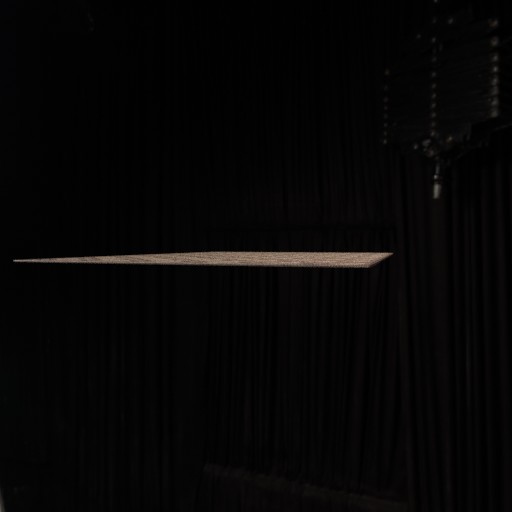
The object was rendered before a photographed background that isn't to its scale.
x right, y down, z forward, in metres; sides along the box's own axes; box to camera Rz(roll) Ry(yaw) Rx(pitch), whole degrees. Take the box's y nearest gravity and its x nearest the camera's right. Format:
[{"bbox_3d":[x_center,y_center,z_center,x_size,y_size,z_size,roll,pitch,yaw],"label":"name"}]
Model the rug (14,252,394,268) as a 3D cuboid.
[{"bbox_3d":[0.000,0.000,4.196,2.382,0.018,3.294,1,2,19],"label":"rug"}]
